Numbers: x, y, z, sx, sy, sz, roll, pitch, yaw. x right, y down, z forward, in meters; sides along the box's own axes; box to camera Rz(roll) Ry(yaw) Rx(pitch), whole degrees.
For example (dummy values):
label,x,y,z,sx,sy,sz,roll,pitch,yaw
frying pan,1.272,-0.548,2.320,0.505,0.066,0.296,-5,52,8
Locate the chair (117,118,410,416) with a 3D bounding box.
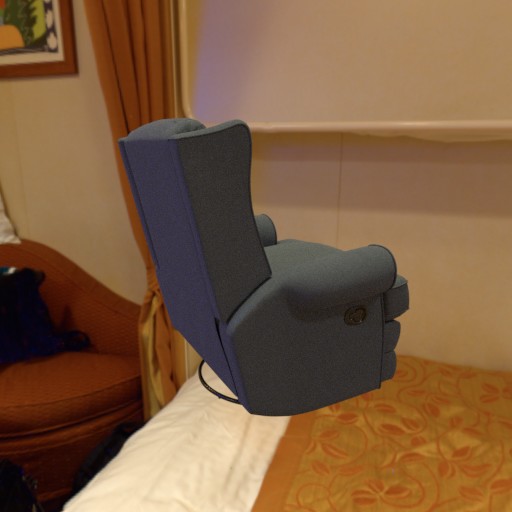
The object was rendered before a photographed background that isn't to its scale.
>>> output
label,x,y,z,sx,sy,sz,roll,pitch,yaw
chair,0.000,0.000,1.759,0.877,1.020,0.971,-7,16,-27
